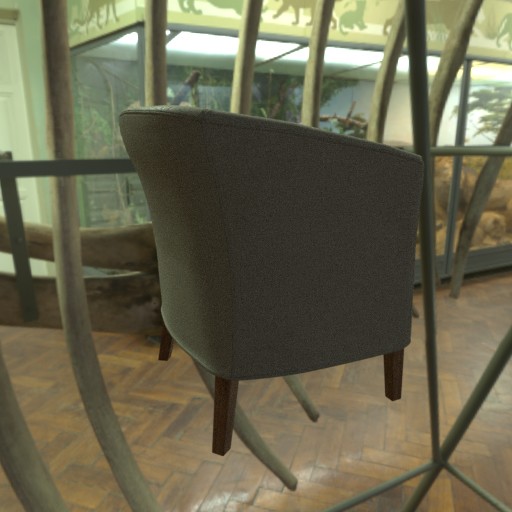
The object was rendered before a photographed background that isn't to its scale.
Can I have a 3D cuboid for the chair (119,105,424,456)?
[{"bbox_3d":[0.000,0.000,1.243,0.668,0.771,0.600,-7,16,-25],"label":"chair"}]
